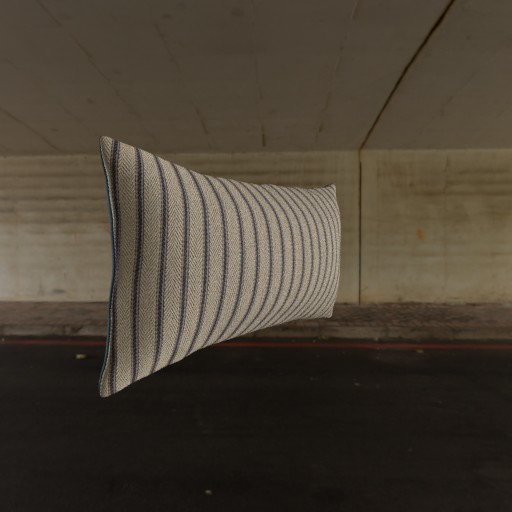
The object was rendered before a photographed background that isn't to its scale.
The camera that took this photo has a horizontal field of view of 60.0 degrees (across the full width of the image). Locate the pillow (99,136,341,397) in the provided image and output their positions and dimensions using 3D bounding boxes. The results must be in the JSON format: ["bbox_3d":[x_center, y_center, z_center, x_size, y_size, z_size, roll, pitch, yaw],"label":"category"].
[{"bbox_3d":[0.000,0.000,0.743,0.151,0.305,0.609,1,2,35],"label":"pillow"}]
